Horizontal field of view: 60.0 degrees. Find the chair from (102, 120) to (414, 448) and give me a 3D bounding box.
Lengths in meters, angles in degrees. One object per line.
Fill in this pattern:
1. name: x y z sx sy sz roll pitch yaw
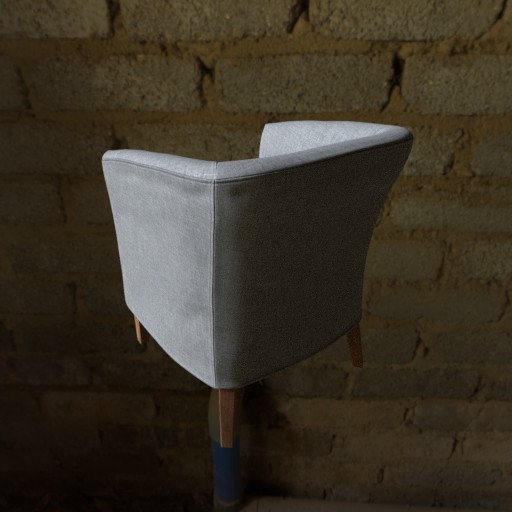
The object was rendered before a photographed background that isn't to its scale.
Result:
1. chair: 0.000 0.000 1.261 0.600 0.771 0.668 -20 35 -31
